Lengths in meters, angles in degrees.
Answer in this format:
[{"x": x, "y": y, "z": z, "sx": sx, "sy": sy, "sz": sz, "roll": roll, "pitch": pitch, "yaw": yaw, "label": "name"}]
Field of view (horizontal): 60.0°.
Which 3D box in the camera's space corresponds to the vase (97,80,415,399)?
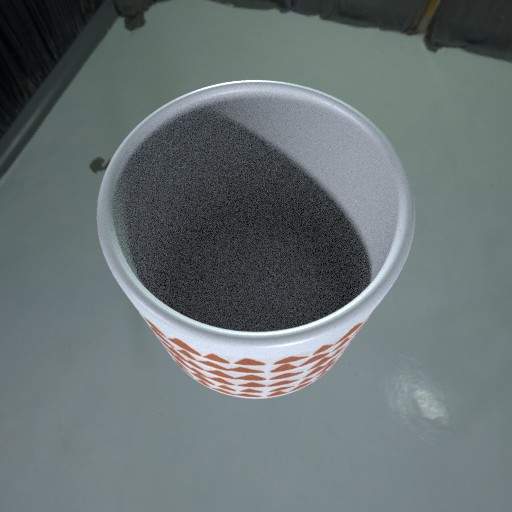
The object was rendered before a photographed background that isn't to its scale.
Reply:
[{"x": 0.000, "y": 0.000, "z": 0.247, "sx": 0.137, "sy": 0.127, "sz": 0.137, "roll": 0, "pitch": 64, "yaw": 0, "label": "vase"}]
